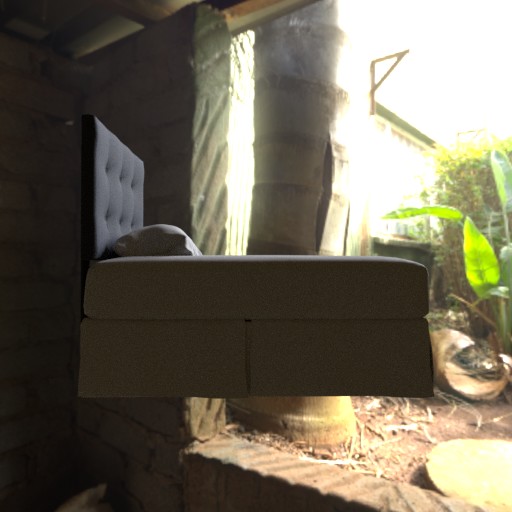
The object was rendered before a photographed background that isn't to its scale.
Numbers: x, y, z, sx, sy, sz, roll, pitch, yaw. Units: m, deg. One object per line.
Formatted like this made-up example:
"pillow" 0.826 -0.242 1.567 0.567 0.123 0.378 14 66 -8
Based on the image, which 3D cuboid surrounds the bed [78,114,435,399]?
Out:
"bed" 0.000 0.000 3.023 1.997 1.571 1.261 0 -1 -1
